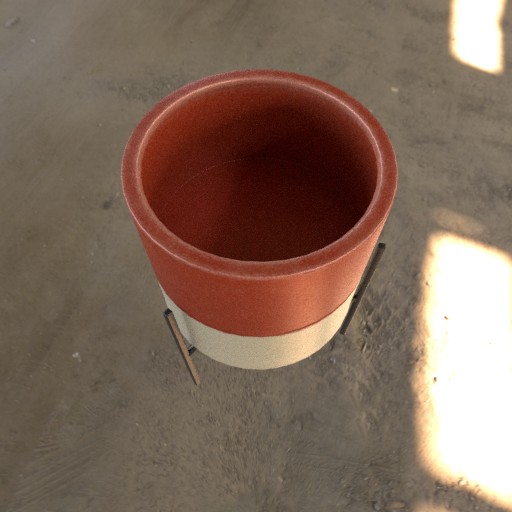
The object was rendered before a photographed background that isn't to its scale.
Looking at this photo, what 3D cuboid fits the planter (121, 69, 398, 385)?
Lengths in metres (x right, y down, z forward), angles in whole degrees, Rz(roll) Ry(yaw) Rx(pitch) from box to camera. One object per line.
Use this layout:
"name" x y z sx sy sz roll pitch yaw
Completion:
"planter" 0.000 0.000 0.530 0.235 0.354 0.251 -17 61 -10
